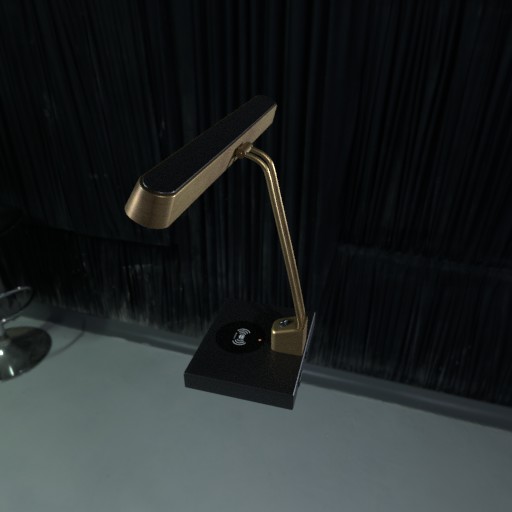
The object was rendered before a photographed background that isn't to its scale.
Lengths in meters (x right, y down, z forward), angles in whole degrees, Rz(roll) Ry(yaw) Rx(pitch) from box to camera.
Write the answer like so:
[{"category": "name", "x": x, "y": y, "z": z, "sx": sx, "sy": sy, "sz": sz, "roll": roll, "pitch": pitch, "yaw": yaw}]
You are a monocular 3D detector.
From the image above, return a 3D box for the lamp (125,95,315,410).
[{"category": "lamp", "x": 0.000, "y": 0.000, "z": 0.595, "sx": 0.156, "sy": 0.345, "sz": 0.412, "roll": 8, "pitch": 31, "yaw": 13}]
